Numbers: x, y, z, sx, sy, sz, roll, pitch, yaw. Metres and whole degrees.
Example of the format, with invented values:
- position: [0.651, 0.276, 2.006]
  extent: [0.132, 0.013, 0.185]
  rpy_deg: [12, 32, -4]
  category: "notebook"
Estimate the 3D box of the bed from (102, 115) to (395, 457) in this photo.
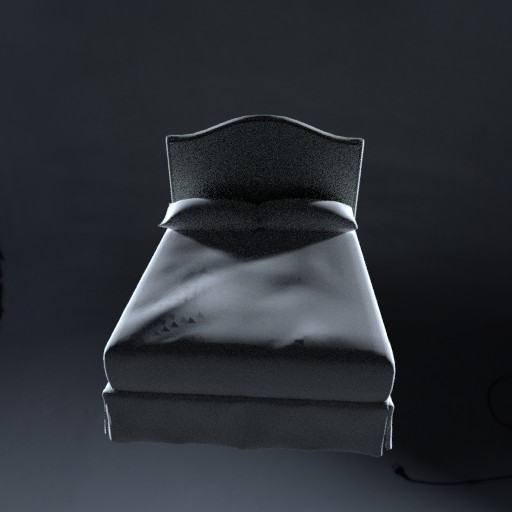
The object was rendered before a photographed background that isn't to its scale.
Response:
- position: [0.000, 0.000, 3.300]
  extent: [1.813, 1.607, 2.180]
  rpy_deg: [2, 30, 3]
  category: "bed"
